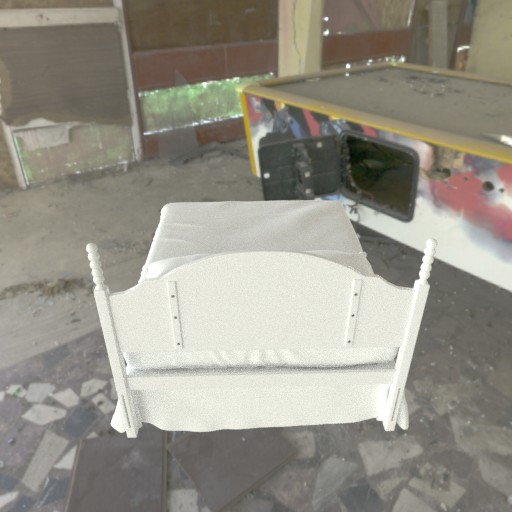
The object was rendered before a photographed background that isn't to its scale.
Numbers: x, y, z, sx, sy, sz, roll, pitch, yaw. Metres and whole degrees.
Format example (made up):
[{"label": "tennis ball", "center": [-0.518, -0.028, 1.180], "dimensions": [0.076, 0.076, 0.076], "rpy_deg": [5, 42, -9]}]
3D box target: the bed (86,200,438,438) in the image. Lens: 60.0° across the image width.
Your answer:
[{"label": "bed", "center": [0.000, 0.000, 3.259], "dimensions": [1.873, 1.356, 2.040], "rpy_deg": [-1, 31, -1]}]
